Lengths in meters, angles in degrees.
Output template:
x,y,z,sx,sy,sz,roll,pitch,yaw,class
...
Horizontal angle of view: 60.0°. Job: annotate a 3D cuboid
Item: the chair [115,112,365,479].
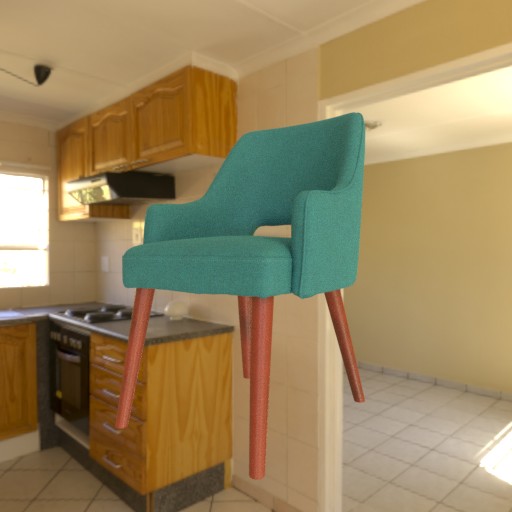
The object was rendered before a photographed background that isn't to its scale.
x,y,z,sx,sy,sz,roll,pitch,yaw,class
0.000,0.000,1.214,0.548,0.849,0.605,1,1,36,chair
